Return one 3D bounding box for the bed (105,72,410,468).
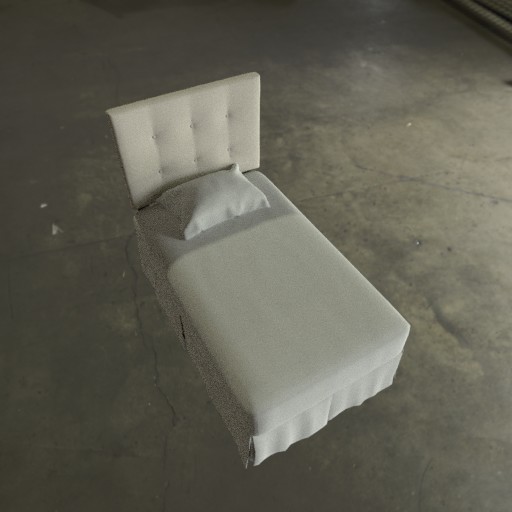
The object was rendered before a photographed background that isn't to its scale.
[{"bbox_3d":[0.000,0.000,3.056,1.261,1.571,1.997,-23,51,-20],"label":"bed"}]
